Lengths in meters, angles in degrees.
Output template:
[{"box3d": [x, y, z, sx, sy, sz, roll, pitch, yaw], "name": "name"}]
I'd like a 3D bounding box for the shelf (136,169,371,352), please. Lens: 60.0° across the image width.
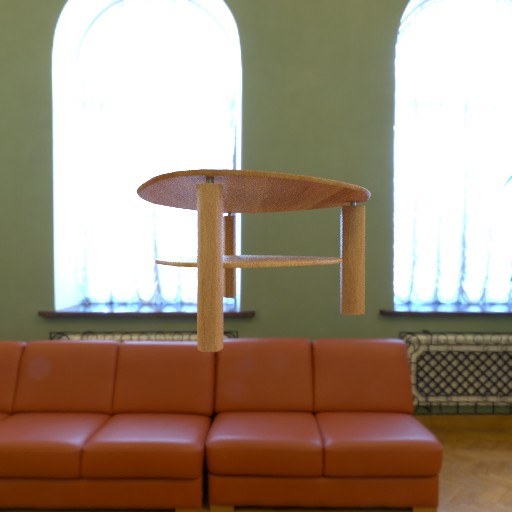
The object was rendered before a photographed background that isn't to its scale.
[{"box3d": [0.000, 0.000, 1.673, 0.845, 0.440, 1.246, 0, 1, -1], "name": "shelf"}]
